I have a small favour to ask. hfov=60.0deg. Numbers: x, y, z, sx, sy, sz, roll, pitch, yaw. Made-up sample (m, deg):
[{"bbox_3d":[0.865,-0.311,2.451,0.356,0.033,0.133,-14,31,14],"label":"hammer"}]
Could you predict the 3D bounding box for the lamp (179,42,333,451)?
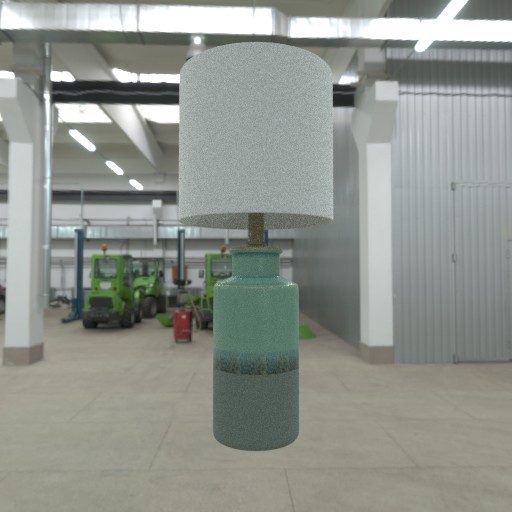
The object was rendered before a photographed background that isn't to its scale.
[{"bbox_3d":[0.000,0.000,0.614,0.212,0.493,0.212,2,-2,-37],"label":"lamp"}]
